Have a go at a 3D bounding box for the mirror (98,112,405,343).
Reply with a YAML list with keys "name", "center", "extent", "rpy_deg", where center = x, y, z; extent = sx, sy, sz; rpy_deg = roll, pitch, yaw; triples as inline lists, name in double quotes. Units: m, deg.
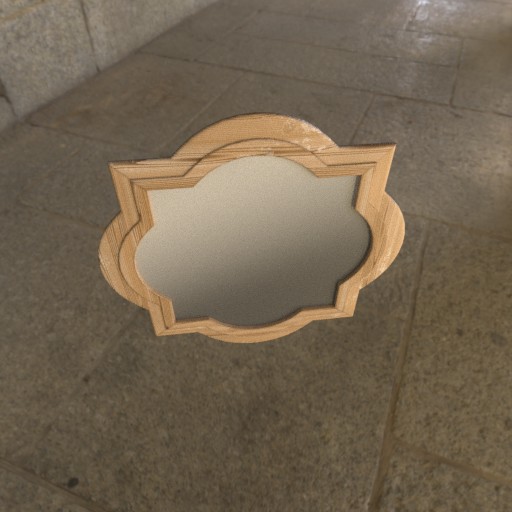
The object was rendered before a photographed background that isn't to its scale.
- name: "mirror"
  center: [0.000, 0.000, 1.025]
  extent: [0.686, 0.686, 0.019]
  rpy_deg: [-5, 45, -5]
